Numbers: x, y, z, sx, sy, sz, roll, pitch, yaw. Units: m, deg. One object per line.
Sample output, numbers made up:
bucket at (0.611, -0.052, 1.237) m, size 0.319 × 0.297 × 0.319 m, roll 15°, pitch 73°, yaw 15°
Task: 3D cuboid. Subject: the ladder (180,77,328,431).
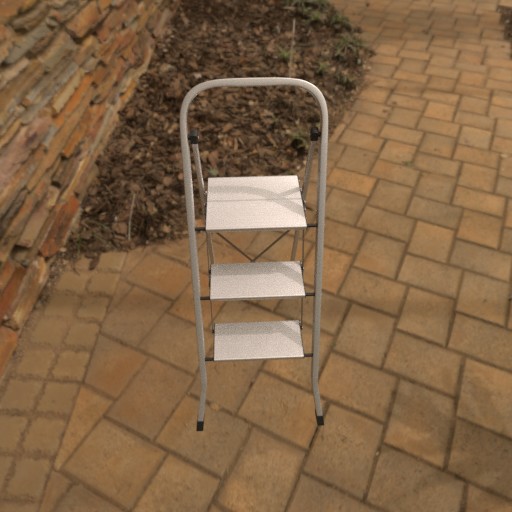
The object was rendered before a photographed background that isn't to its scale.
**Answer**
ladder at (0.000, 0.000, 1.472) m, size 0.465 × 1.070 × 0.704 m, roll -2°, pitch 46°, yaw -2°
